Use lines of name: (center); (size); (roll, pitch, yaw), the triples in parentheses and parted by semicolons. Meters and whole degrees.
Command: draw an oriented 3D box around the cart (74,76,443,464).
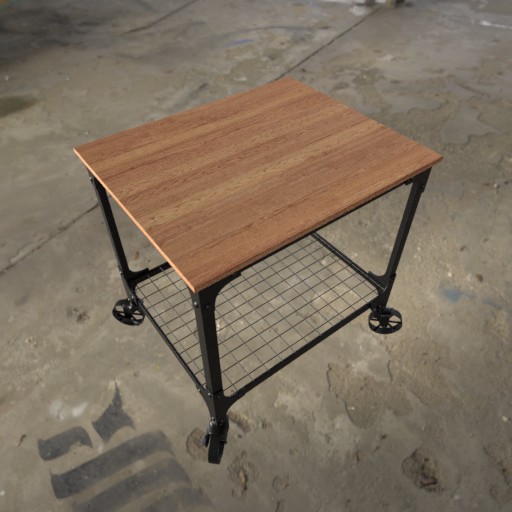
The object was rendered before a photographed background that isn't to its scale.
cart: (0.000, 0.000, 1.122); (0.666, 0.603, 0.558); (-28, 51, -25)
